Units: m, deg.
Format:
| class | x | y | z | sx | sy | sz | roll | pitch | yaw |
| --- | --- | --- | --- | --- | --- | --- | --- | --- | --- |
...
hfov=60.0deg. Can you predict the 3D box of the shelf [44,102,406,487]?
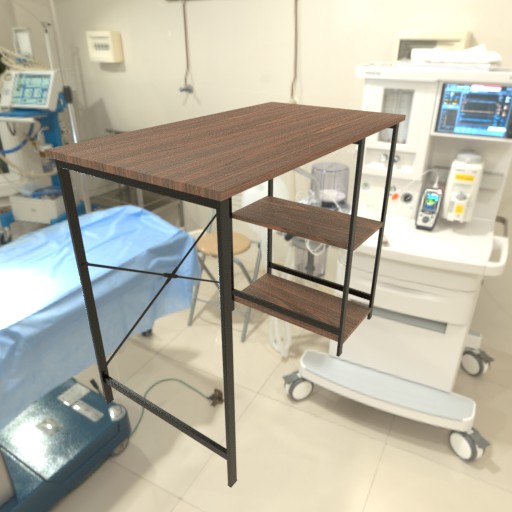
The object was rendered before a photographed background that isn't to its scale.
| class | x | y | z | sx | sy | sz | roll | pitch | yaw |
| --- | --- | --- | --- | --- | --- | --- | --- | --- | --- |
| shelf | 0.000 | 0.000 | 1.339 | 0.498 | 0.750 | 0.902 | 18 | 32 | 31 |
